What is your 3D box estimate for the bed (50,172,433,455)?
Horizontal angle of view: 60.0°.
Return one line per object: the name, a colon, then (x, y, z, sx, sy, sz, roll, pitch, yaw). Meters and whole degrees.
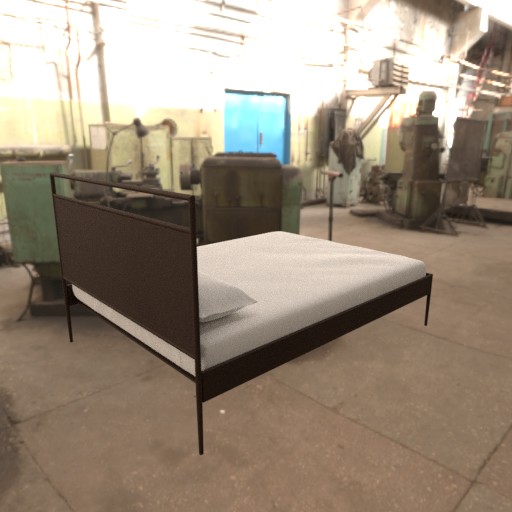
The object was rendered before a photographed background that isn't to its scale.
bed: (0.000, 0.000, 3.096, 2.122, 1.173, 1.572, -13, 20, -41)
